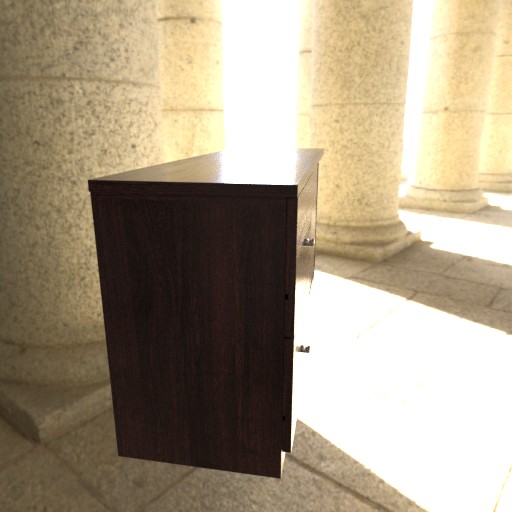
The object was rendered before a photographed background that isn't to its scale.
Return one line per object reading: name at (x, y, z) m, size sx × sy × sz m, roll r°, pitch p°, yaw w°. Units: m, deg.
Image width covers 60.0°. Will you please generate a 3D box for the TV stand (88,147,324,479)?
TV stand at (0.000, 0.000, 1.419) m, size 0.404 × 0.614 × 1.192 m, roll 3°, pitch 17°, yaw 10°
